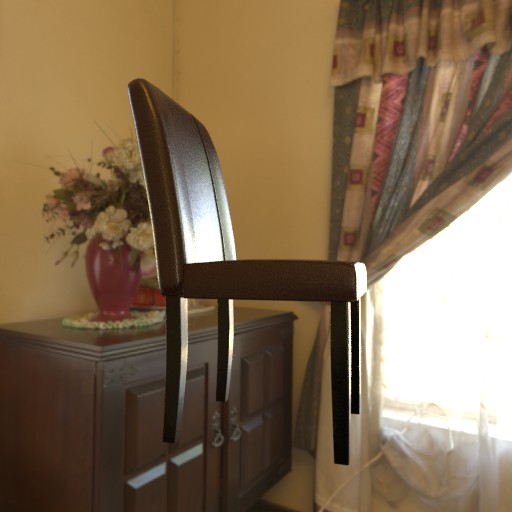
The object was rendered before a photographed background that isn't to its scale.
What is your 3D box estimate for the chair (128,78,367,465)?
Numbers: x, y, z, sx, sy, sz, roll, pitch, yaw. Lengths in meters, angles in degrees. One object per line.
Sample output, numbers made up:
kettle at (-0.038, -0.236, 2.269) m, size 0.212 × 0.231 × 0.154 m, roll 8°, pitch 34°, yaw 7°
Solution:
chair at (0.000, 0.000, 1.191) m, size 0.556 × 0.897 × 0.399 m, roll 0°, pitch -1°, yaw 17°
